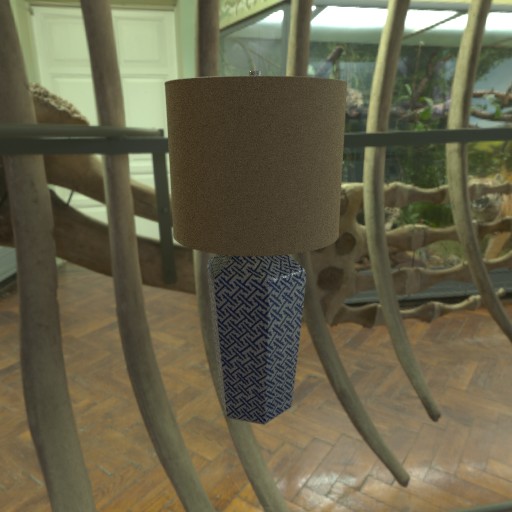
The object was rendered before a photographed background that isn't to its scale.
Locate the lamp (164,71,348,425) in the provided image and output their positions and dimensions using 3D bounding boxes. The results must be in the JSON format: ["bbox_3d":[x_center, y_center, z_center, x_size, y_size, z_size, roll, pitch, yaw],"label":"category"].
[{"bbox_3d":[0.000,0.000,0.884,0.320,0.682,0.320,-3,18,-9],"label":"lamp"}]
